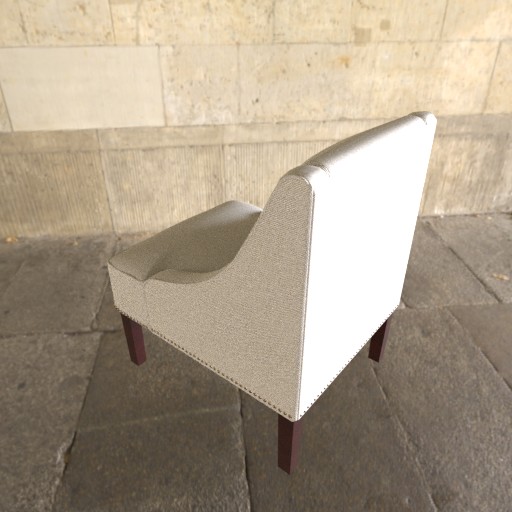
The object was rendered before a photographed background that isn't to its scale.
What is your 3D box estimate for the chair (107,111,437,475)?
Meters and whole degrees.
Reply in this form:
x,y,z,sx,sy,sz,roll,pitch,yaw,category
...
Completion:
x,y,z,sx,sy,sz,roll,pitch,yaw,category
0.000,0.000,1.381,0.748,0.872,0.628,23,38,33,chair
